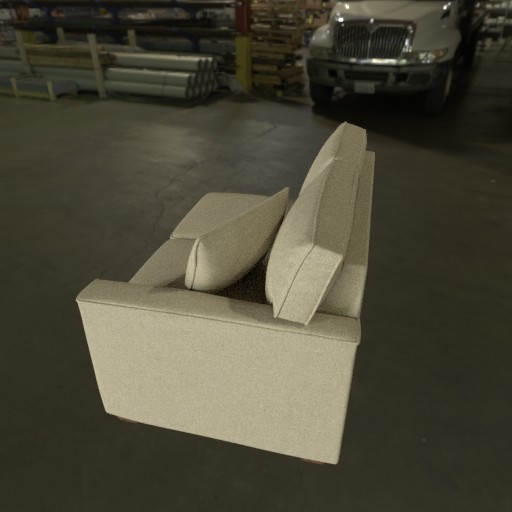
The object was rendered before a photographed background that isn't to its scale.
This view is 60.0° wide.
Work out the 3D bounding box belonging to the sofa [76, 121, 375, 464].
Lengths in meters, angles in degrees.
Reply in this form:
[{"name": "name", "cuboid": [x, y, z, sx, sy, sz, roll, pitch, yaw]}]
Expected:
[{"name": "sofa", "cuboid": [0.000, 0.000, 2.083, 0.991, 0.989, 1.388, 7, 31, 12]}]
